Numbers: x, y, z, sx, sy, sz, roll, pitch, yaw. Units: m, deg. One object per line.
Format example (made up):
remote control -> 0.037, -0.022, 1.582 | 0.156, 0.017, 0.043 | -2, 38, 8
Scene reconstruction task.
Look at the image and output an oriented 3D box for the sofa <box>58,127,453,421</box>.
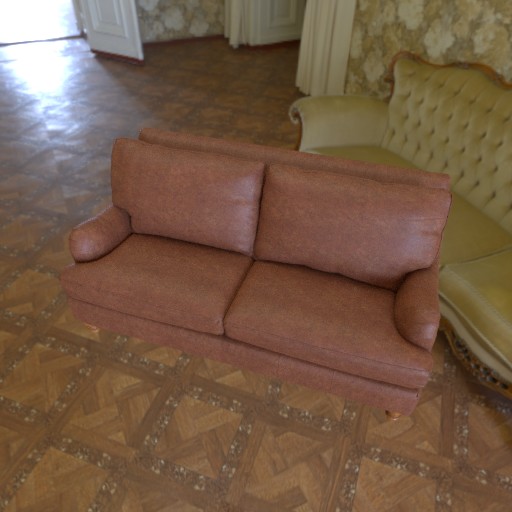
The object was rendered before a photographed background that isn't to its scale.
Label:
sofa -> 0.000, 0.000, 2.731 | 2.144, 1.071, 1.147 | 12, 42, 14
